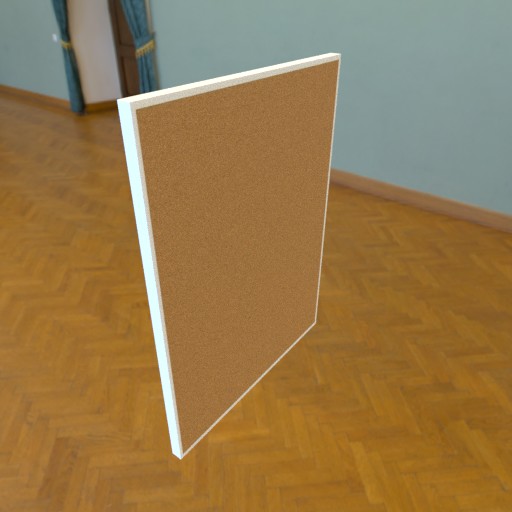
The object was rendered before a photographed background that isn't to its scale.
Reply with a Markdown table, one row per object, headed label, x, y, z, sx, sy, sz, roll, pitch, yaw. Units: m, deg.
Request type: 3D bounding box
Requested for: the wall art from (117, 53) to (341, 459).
| label | x | y | z | sx | sy | sz | roll | pitch | yaw |
| --- | --- | --- | --- | --- | --- | --- | --- | --- | --- |
| wall art | 0.000 | 0.000 | 1.347 | 0.039 | 1.050 | 0.795 | 22 | 38 | 31 |
